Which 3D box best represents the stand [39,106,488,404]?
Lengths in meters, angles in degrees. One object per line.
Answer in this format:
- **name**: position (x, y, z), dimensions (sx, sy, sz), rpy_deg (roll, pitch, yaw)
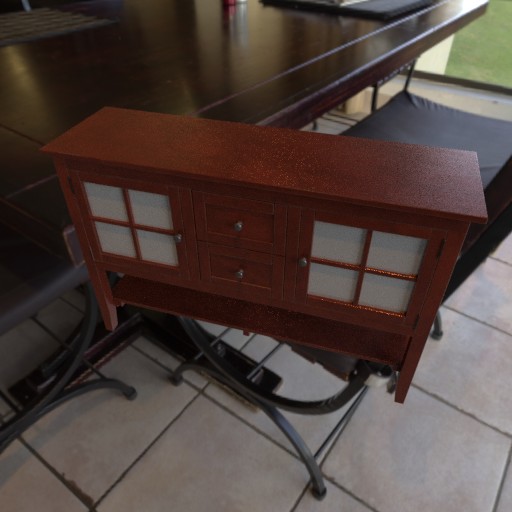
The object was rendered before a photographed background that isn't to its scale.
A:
- **stand**: position (0.000, 0.000, 1.707), dimensions (1.362, 0.872, 0.410), rpy_deg (11, 40, 13)
